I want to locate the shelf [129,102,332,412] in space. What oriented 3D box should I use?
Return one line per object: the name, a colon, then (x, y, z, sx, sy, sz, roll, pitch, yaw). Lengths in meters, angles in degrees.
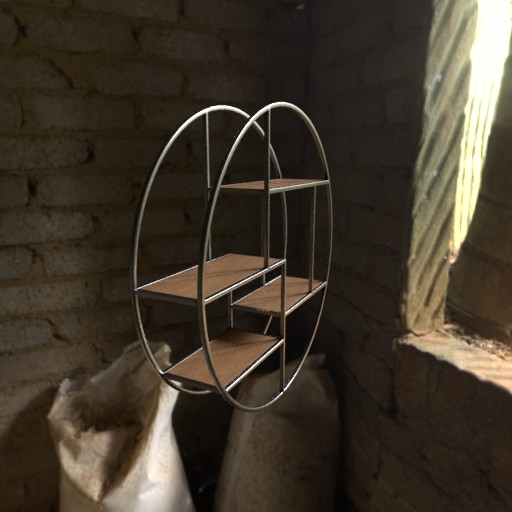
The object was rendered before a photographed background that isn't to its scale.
shelf: (0.000, 0.000, 1.366, 0.202, 0.888, 0.888, 7, 14, 27)
